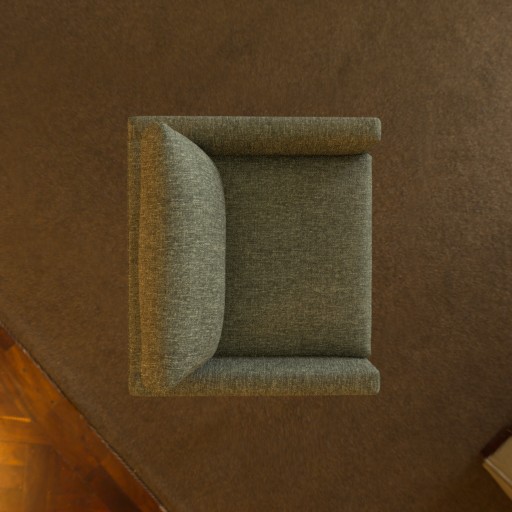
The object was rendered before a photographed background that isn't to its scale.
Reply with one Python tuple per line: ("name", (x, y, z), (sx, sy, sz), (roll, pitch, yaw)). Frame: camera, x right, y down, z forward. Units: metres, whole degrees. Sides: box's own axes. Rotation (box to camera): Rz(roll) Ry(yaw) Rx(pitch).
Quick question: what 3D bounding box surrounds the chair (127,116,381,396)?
("chair", (0.000, 0.000, 1.668), (0.866, 0.861, 0.963), (0, 91, -1))
